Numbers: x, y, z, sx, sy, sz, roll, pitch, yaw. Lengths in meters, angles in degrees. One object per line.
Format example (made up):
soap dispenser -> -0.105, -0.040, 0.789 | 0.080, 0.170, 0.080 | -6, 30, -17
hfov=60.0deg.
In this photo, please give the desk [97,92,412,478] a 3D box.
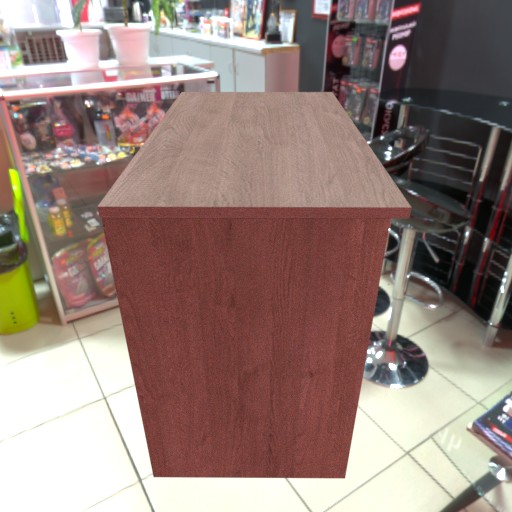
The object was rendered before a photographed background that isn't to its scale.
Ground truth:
desk -> 0.000, 0.000, 1.270 | 0.498, 0.724, 0.893 | 0, 31, 0
